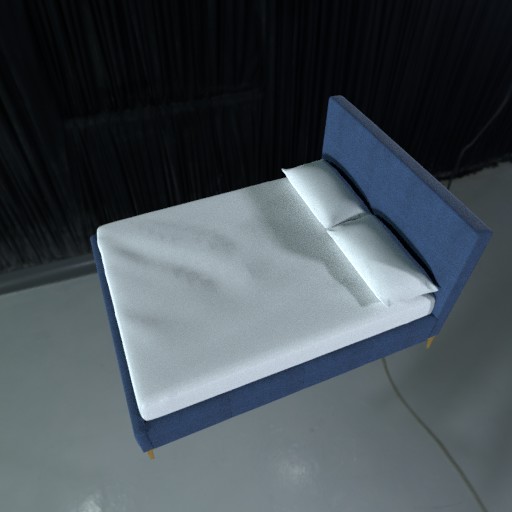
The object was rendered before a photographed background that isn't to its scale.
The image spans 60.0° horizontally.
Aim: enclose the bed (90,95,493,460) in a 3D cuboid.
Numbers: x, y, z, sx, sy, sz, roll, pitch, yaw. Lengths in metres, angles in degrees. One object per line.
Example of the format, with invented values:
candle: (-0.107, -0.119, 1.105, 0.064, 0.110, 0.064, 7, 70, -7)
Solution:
bed: (0.000, 0.000, 3.146, 2.172, 1.231, 1.723, -17, 50, -15)
